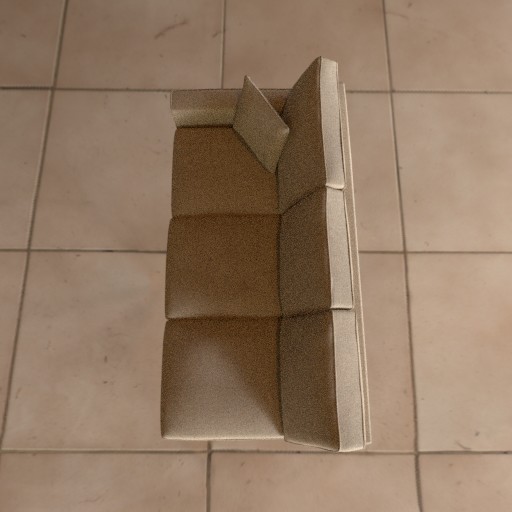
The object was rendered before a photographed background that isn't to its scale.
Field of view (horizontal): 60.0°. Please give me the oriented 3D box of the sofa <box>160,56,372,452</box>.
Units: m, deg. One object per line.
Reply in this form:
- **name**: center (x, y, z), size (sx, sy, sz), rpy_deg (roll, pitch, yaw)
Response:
- **sofa**: center (0.000, 0.000, 2.523), size (1.034, 0.946, 1.962), rpy_deg (-1, 75, 0)
